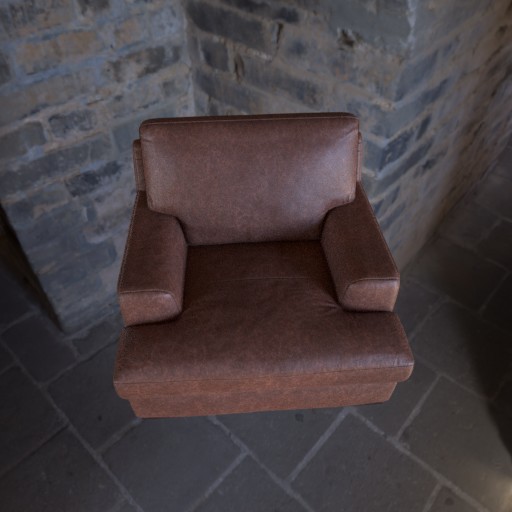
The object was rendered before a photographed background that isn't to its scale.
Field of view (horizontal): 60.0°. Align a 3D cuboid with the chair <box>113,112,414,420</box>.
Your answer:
[{"bbox_3d":[0.000,0.000,1.982,1.168,0.939,1.143,-3,45,-3],"label":"chair"}]
